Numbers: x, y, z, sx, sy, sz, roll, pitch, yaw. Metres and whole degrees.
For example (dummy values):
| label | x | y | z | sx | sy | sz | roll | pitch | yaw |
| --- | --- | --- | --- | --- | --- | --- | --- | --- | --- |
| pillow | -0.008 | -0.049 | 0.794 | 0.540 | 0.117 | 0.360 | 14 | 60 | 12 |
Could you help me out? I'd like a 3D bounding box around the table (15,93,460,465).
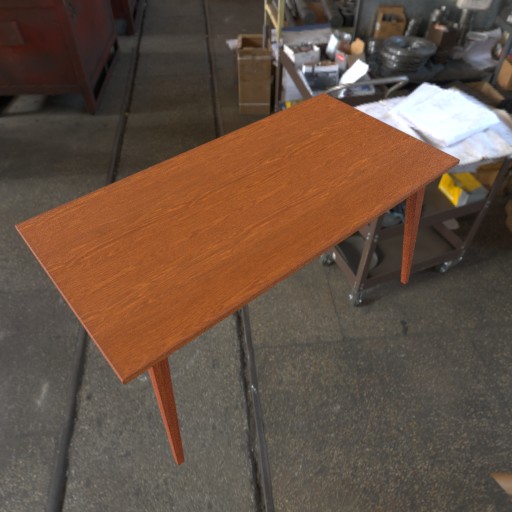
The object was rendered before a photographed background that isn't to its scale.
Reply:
| label | x | y | z | sx | sy | sz | roll | pitch | yaw |
| --- | --- | --- | --- | --- | --- | --- | --- | --- | --- |
| table | 0.000 | 0.000 | 2.023 | 1.609 | 0.755 | 0.811 | -31 | 54 | -27 |
